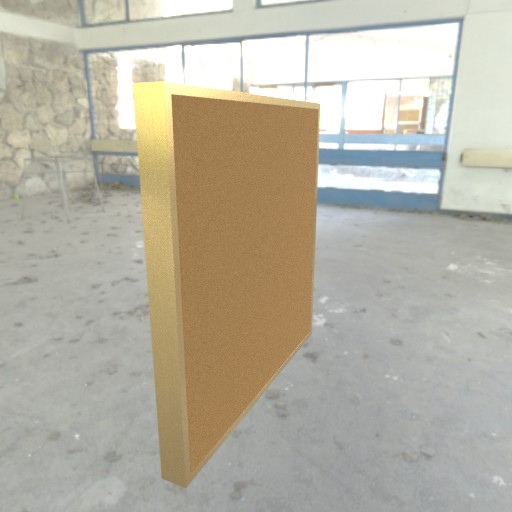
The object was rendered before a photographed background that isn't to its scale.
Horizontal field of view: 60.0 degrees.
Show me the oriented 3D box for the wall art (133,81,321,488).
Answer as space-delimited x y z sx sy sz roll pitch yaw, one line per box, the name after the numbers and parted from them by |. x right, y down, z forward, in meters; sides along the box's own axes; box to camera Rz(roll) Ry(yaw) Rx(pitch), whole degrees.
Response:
0.000 0.000 0.749 0.040 0.509 0.509 8 18 25 | wall art
